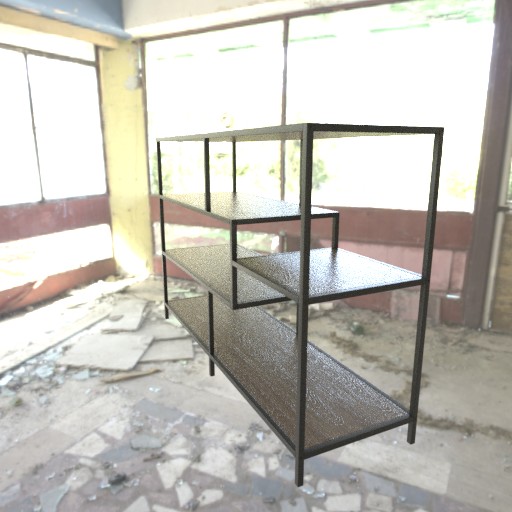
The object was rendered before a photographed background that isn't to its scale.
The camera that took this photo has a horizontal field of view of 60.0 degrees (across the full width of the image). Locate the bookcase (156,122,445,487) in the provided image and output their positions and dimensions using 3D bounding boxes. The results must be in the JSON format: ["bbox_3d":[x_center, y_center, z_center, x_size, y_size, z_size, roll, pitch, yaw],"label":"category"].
[{"bbox_3d":[0.000,0.000,1.468,0.350,0.780,1.140,-6,15,-25],"label":"bookcase"}]
